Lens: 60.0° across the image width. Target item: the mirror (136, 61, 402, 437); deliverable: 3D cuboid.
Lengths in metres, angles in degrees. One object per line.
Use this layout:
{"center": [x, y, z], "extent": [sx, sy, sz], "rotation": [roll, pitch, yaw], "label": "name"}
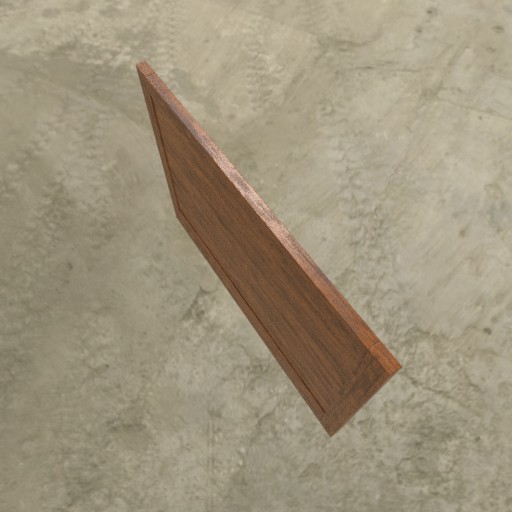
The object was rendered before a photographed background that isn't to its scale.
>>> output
{"center": [0.000, 0.000, 0.983], "extent": [0.084, 0.537, 0.758], "rotation": [-30, 64, -16], "label": "mirror"}
